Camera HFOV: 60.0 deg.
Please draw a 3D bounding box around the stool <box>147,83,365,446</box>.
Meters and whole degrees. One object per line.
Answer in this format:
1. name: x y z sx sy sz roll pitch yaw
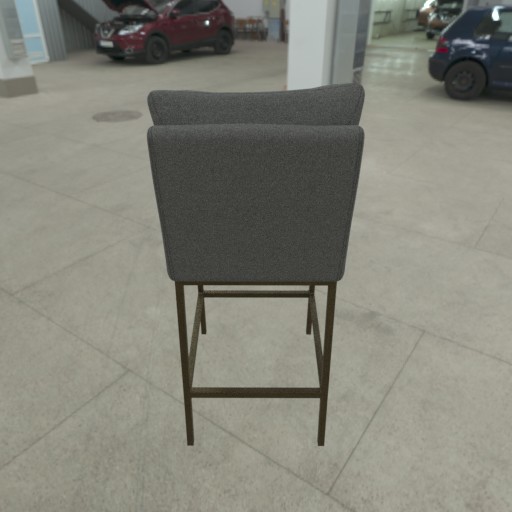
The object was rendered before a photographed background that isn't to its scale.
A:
1. stool: 0.000 0.000 1.320 0.463 1.030 0.569 0 31 0
